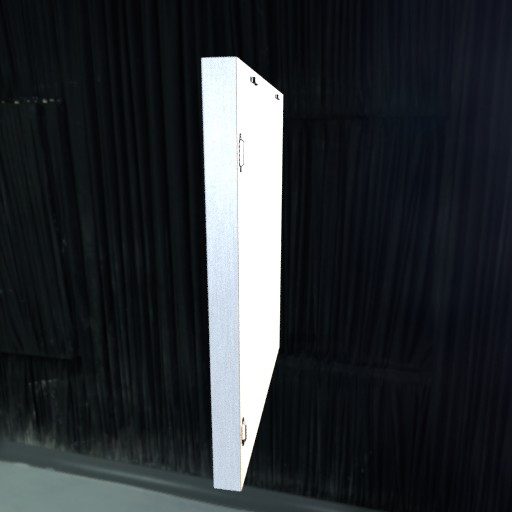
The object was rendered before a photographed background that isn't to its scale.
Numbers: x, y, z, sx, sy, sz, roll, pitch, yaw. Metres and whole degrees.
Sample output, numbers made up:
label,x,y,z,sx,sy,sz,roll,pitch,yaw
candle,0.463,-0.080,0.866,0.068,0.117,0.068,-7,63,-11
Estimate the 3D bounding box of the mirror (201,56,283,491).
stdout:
label,x,y,z,sx,sy,sz,roll,pitch,yaw
mirror,0.000,0.000,0.690,0.041,0.509,0.406,3,15,9
